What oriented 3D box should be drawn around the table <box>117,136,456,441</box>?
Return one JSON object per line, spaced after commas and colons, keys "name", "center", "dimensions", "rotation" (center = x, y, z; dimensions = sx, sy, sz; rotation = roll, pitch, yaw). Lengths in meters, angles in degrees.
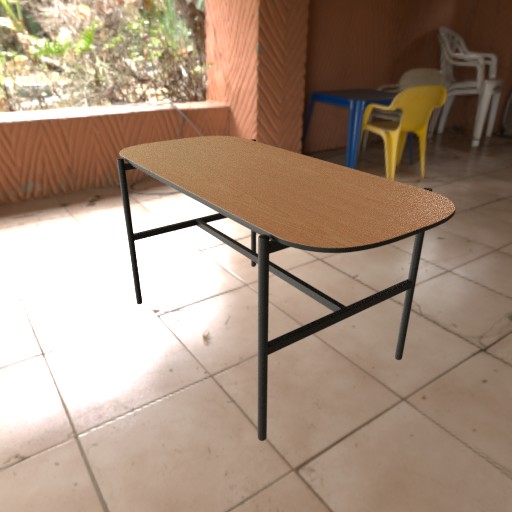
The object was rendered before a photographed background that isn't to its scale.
{"name": "table", "center": [0.000, 0.000, 1.025], "dimensions": [0.400, 0.400, 0.800], "rotation": [-17, 31, -32]}
